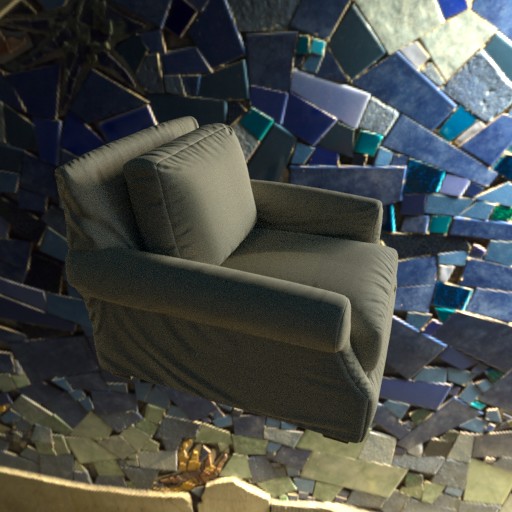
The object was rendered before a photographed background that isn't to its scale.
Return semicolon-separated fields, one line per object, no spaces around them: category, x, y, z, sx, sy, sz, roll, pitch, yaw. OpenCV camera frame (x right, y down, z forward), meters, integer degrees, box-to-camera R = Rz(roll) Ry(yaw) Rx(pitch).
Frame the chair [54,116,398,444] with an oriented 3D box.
chair;0.000;0.000;1.701;1.066;0.866;0.940;10;31;18
